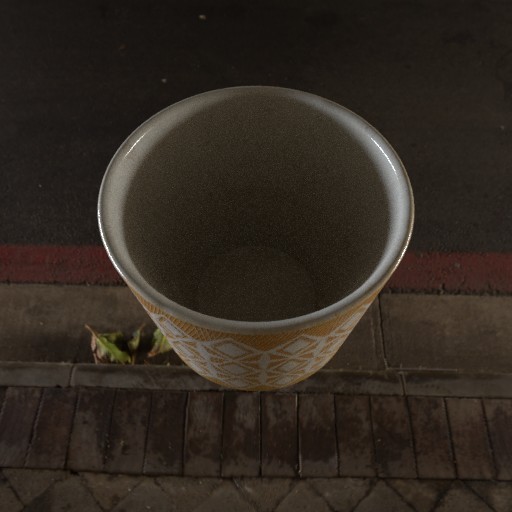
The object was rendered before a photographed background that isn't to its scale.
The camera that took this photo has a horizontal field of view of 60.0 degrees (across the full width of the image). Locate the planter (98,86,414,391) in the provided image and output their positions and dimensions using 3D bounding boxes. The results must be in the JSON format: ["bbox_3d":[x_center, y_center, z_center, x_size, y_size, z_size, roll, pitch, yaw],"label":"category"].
[{"bbox_3d":[0.000,0.000,0.343,0.193,0.165,0.193,0,58,0],"label":"planter"}]
